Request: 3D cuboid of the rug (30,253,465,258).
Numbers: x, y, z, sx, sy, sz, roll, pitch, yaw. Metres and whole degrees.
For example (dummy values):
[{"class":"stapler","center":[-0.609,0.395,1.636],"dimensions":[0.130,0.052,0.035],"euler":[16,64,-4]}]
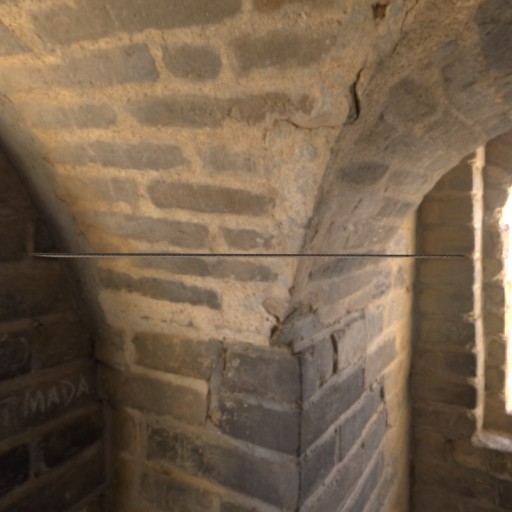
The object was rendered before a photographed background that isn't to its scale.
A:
[{"class":"rug","center":[0.000,0.000,2.745],"dimensions":[2.388,0.012,0.864],"euler":[0,-1,-17]}]
